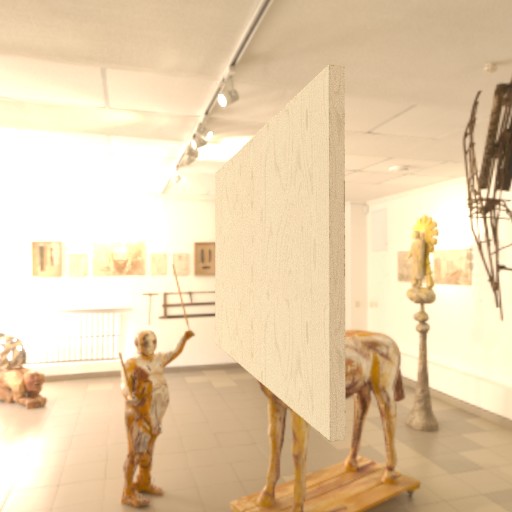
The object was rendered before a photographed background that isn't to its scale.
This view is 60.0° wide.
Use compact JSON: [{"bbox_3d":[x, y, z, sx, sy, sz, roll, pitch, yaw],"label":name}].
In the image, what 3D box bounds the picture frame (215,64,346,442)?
[{"bbox_3d":[0.000,0.000,1.210,0.029,0.640,0.950,0,-1,-17],"label":"picture frame"}]
